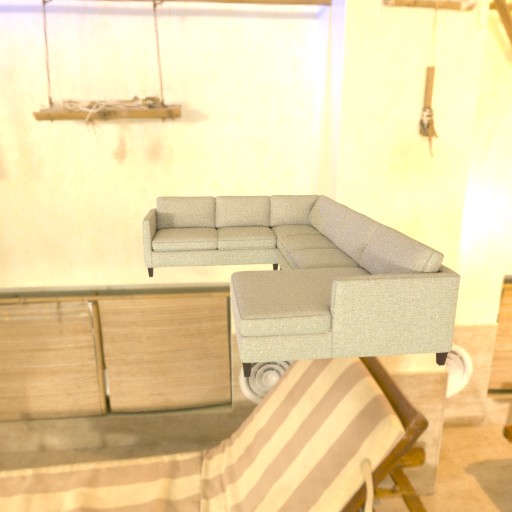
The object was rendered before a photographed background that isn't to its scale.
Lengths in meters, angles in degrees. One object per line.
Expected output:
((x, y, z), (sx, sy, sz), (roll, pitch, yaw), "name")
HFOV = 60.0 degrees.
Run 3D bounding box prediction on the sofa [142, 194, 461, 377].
((0.000, 0.000, 4.615), (2.551, 0.889, 3.403), (-2, 15, -6), "sofa")
